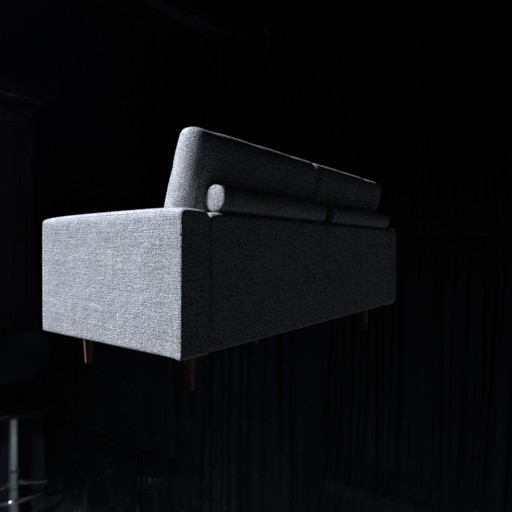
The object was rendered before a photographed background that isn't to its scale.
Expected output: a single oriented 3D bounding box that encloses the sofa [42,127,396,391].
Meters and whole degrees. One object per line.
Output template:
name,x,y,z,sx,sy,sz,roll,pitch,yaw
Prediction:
sofa,0.000,0.000,2.287,0.863,0.902,1.821,1,1,37
